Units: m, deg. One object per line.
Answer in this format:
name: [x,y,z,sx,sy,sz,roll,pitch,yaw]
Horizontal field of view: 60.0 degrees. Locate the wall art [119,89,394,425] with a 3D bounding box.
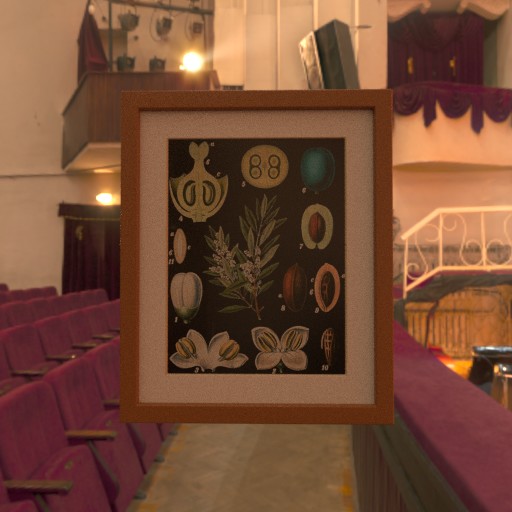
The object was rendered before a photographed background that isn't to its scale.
wall art: [0.000,0.000,0.509,0.310,0.379,0.015,0,-1,1]
